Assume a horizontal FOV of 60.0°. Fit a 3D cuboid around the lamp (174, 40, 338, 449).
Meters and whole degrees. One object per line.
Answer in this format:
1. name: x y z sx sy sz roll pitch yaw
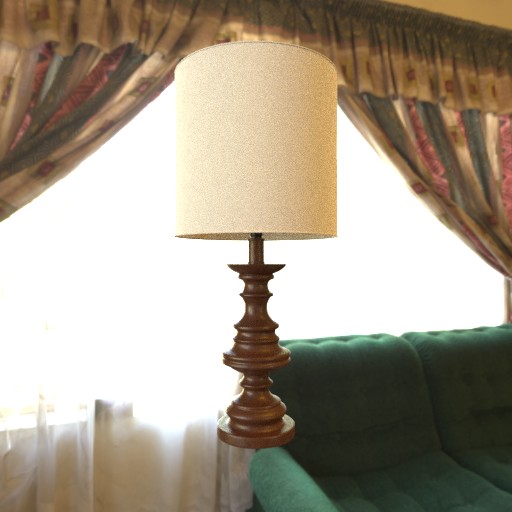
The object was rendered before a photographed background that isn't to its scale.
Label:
1. lamp: 0.000 0.000 0.573 0.208 0.455 0.208 0 -1 -36
